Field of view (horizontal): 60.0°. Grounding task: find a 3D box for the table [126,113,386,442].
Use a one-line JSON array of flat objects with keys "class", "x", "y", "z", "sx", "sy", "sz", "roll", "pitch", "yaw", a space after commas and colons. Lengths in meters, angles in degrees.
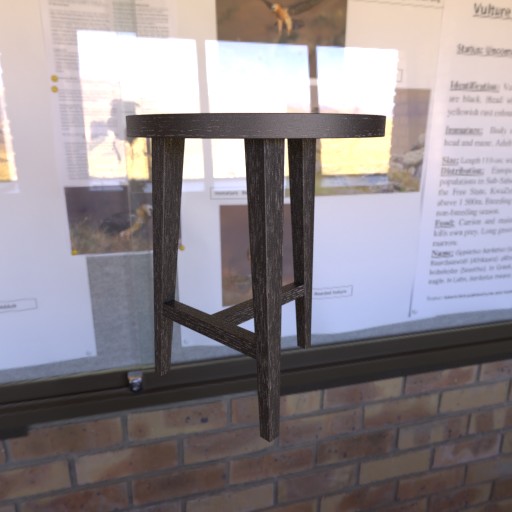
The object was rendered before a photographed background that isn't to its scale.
[{"class": "table", "x": 0.000, "y": 0.000, "z": 0.768, "sx": 0.399, "sy": 0.460, "sz": 0.399, "roll": 0, "pitch": 16, "yaw": 0}]
